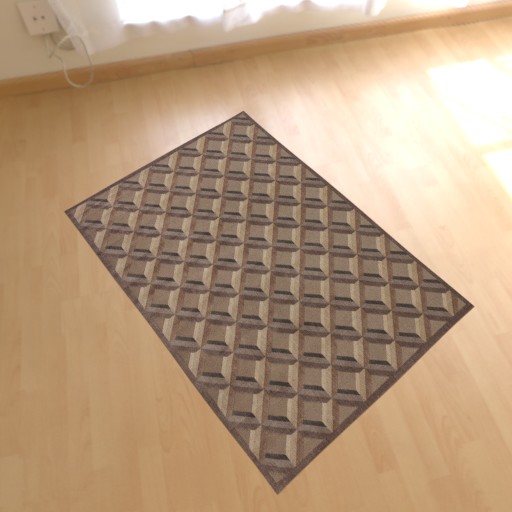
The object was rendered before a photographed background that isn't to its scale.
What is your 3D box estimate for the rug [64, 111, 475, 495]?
[{"bbox_3d":[0.000,0.000,2.890,1.600,0.013,2.260,-35,65,-19],"label":"rug"}]
